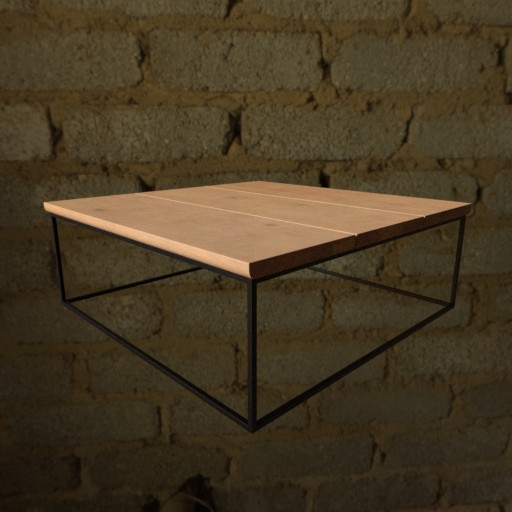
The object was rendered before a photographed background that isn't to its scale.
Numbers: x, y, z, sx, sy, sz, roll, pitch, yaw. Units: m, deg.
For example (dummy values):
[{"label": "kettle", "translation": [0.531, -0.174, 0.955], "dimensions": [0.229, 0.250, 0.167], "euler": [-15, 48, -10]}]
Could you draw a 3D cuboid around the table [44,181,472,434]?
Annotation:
[{"label": "table", "translation": [0.000, 0.000, 1.663], "dimensions": [1.100, 0.400, 1.100], "euler": [-14, 21, -42]}]
